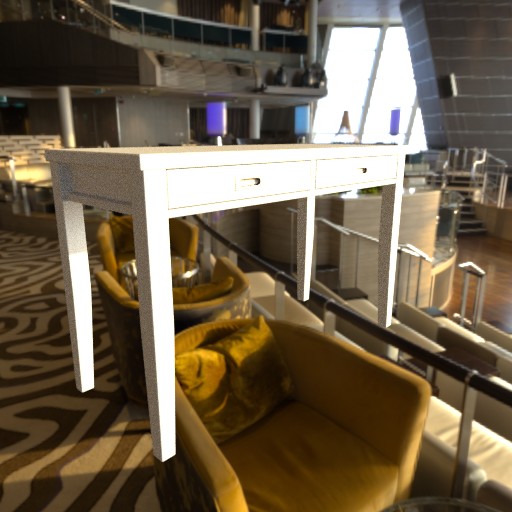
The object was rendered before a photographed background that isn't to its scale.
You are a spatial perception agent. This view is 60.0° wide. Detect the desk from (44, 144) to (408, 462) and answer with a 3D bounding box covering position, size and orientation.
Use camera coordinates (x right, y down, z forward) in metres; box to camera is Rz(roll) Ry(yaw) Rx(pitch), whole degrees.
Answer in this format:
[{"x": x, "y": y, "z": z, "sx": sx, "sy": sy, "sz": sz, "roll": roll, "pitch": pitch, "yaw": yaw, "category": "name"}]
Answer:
[{"x": 0.000, "y": 0.000, "z": 1.621, "sx": 0.508, "sy": 0.775, "sz": 1.220, "roll": 14, "pitch": 21, "yaw": 42, "category": "desk"}]
